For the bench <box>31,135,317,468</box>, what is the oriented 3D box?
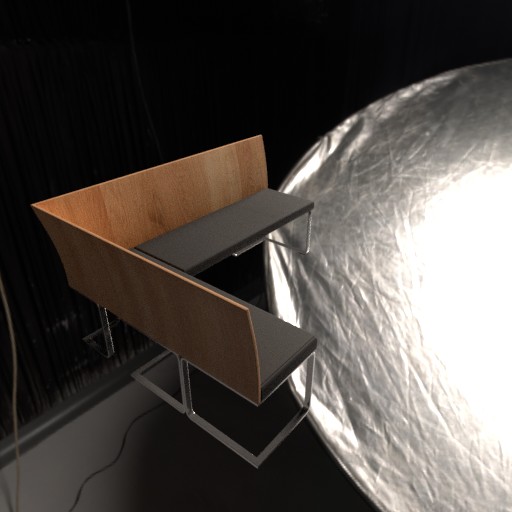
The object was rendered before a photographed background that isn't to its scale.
[{"bbox_3d":[0.000,0.000,2.815,1.495,0.930,1.945,22,36,34],"label":"bench"}]
